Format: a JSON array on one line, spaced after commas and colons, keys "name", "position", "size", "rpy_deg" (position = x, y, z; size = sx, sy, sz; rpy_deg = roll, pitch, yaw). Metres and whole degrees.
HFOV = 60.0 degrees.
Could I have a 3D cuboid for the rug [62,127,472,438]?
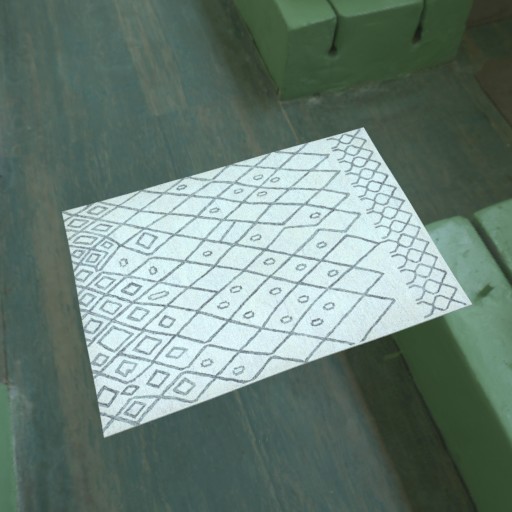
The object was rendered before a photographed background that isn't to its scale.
[{"name": "rug", "position": [0.000, 0.000, 2.307], "size": [1.828, 0.015, 1.222], "rpy_deg": [-18, 64, -9]}]
